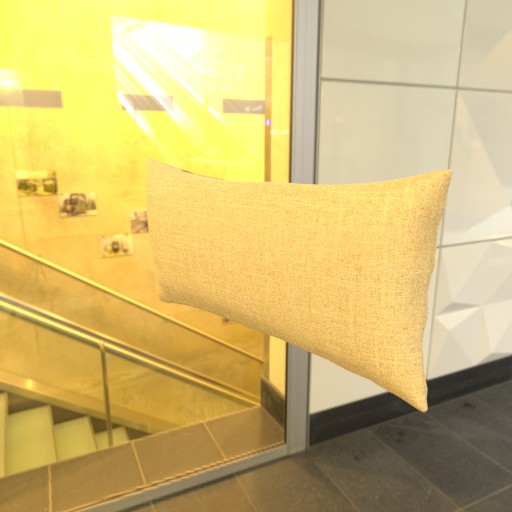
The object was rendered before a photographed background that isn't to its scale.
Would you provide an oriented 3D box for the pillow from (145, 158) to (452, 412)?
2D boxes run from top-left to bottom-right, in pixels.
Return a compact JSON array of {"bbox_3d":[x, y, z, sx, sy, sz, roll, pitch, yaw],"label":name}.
[{"bbox_3d":[0.000,0.000,1.026,0.197,0.429,0.859,-14,20,-43],"label":"pillow"}]
